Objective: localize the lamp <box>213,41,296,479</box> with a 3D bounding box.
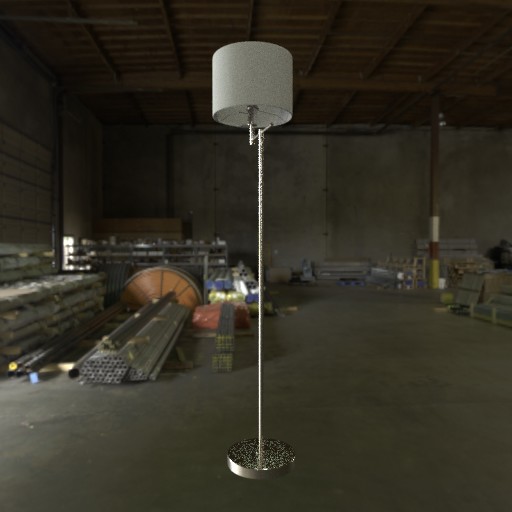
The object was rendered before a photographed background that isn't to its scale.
[{"bbox_3d":[0.000,0.000,1.780,0.324,1.600,0.416,0,1,-18],"label":"lamp"}]
